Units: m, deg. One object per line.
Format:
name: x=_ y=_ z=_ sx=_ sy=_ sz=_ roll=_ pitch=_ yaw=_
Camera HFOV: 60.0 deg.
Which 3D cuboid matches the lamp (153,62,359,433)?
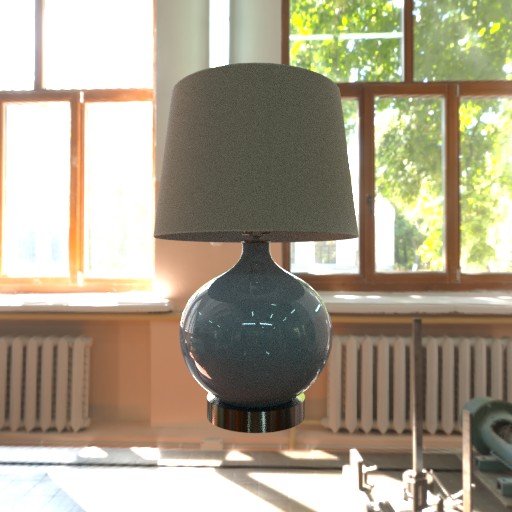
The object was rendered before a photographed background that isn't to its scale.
lamp: x=0.000 y=0.000 z=0.545 sx=0.247 sy=0.387 sz=0.247 roll=0 pitch=-1 yaw=0
